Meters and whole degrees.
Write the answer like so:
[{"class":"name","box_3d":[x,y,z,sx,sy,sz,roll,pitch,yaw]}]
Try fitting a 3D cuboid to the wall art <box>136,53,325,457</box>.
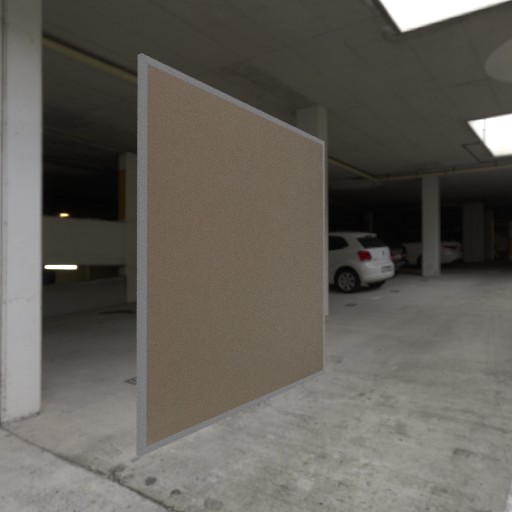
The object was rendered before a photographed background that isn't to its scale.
[{"class":"wall art","box_3d":[0.000,0.000,0.688,0.007,0.456,0.456,-1,-1,36]}]
